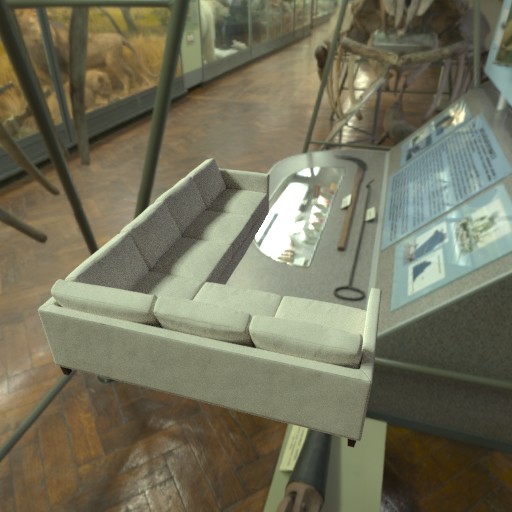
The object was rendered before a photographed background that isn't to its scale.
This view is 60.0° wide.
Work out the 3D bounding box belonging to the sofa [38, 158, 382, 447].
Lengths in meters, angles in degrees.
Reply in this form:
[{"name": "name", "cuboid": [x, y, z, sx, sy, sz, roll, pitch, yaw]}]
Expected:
[{"name": "sofa", "cuboid": [0.000, 0.000, 4.368, 2.432, 0.863, 3.182, 9, 32, 14]}]
